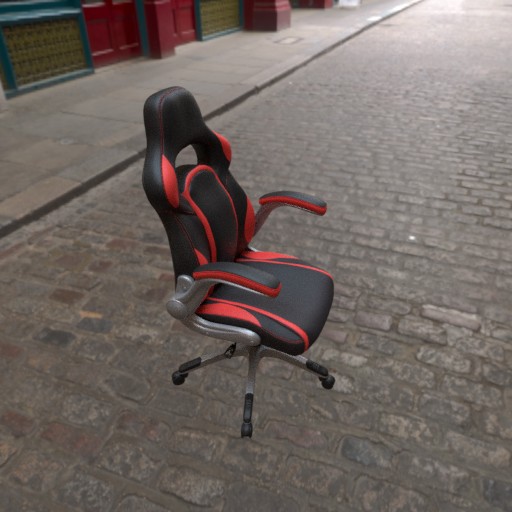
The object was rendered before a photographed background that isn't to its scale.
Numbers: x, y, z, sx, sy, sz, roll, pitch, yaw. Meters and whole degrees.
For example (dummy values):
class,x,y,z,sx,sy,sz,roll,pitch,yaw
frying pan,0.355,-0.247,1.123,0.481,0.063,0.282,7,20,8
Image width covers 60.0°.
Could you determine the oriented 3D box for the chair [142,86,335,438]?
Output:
class,x,y,z,sx,sy,sz,roll,pitch,yaw
chair,0.000,0.000,1.679,0.712,1.165,0.758,12,35,18
